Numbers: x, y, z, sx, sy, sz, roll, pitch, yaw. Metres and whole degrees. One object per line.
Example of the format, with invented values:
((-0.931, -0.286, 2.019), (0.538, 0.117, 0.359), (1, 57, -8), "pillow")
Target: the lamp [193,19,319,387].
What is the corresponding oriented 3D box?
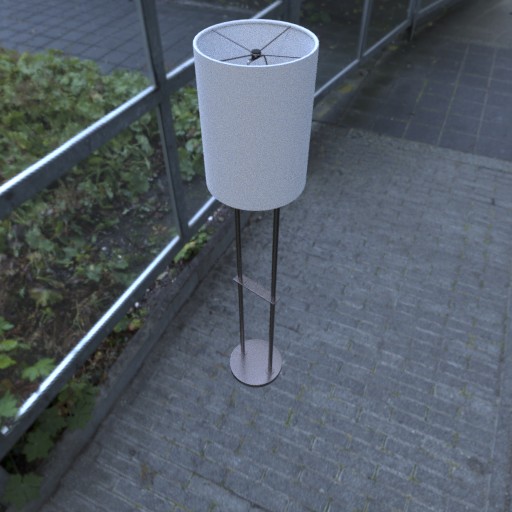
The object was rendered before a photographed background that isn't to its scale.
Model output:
((0.000, 0.000, 1.614), (0.306, 1.500, 0.305), (30, 53, 26), "lamp")
